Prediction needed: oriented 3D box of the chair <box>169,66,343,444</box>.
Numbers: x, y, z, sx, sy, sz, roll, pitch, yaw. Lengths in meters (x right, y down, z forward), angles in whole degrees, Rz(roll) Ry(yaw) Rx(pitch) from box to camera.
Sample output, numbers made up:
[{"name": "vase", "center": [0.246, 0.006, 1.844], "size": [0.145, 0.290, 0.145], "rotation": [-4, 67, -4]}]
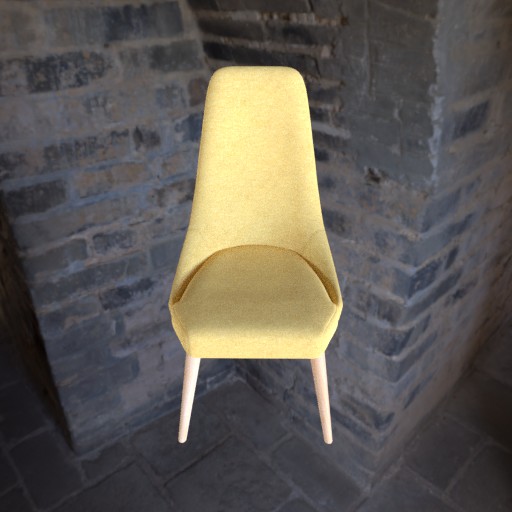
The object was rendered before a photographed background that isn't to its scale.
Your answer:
[{"name": "chair", "center": [0.000, 0.000, 1.403], "size": [0.510, 1.040, 0.660], "rotation": [0, 30, 0]}]
